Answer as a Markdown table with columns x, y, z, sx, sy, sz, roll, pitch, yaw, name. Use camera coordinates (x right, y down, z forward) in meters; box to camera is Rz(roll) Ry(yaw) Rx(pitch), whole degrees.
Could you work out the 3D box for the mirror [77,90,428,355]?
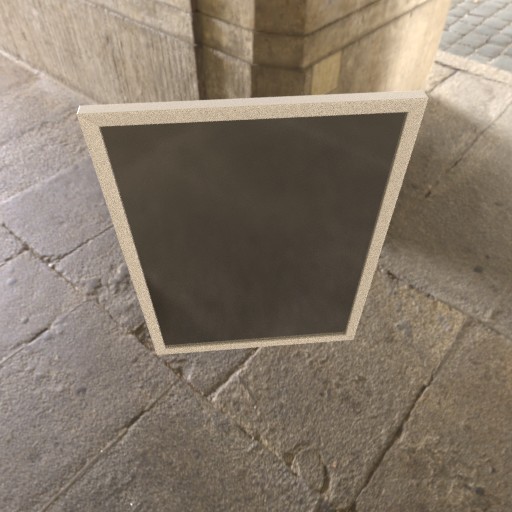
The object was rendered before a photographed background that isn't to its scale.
| x | y | z | sx | sy | sz | roll | pitch | yaw | name |
| --- | --- | --- | --- | --- | --- | --- | --- | --- | --- |
| 0.000 | 0.000 | 1.349 | 0.762 | 1.016 | 0.040 | -4 | 48 | -3 | mirror |
